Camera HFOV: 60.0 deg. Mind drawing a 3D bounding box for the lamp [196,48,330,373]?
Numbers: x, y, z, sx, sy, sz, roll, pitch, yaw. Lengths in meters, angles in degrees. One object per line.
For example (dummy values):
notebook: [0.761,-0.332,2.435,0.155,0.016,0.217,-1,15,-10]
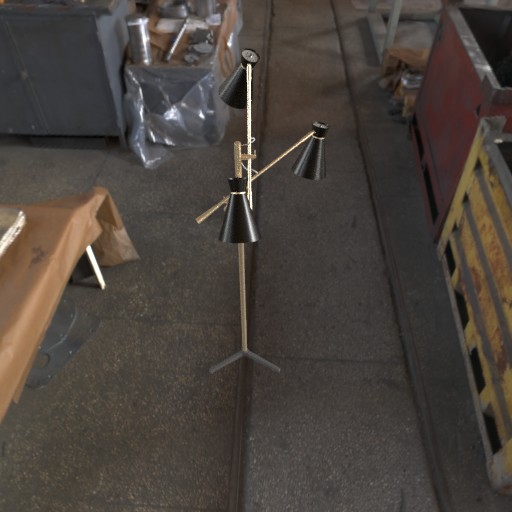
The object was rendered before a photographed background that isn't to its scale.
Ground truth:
lamp: [0.000,0.000,2.217,0.653,1.804,0.750,-24,51,-20]
